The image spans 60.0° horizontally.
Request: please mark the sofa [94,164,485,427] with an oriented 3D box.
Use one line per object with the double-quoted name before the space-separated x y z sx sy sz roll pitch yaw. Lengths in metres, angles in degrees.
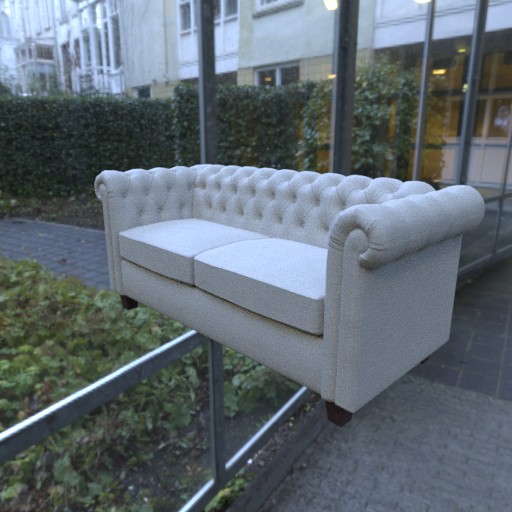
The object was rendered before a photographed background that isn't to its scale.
"sofa" 0.000 0.000 2.181 0.783 0.797 1.798 -15 22 -43
